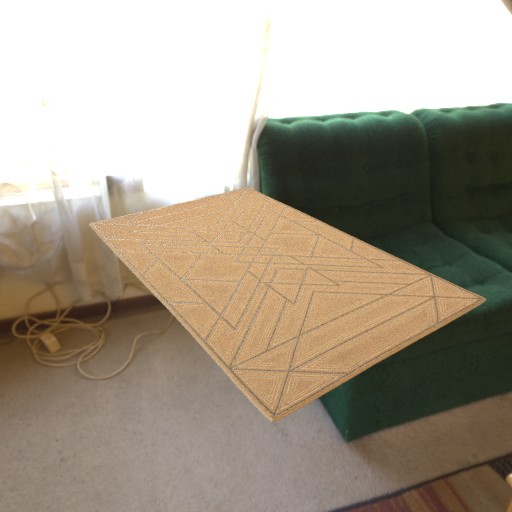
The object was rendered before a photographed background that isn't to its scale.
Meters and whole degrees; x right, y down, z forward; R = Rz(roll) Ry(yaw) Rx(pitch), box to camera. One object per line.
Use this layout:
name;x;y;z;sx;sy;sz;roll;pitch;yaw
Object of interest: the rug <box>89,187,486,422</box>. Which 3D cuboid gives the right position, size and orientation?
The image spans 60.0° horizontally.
rug;0.000;0.000;3.076;1.575;0.023;2.459;-18;33;-31
